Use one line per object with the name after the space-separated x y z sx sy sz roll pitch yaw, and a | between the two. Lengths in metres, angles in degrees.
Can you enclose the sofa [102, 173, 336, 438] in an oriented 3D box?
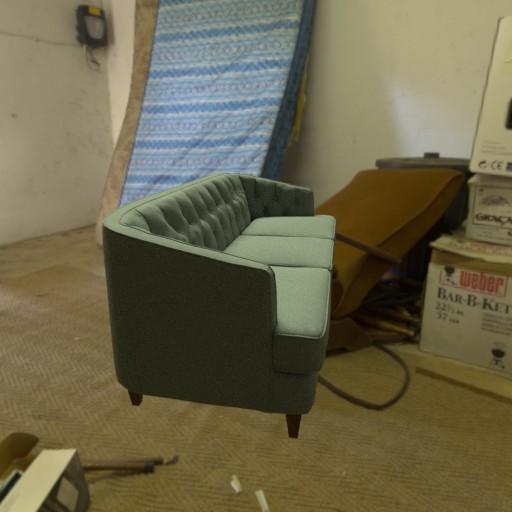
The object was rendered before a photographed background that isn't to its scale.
0.000 0.000 2.703 0.941 0.855 2.278 3 16 10 | sofa
